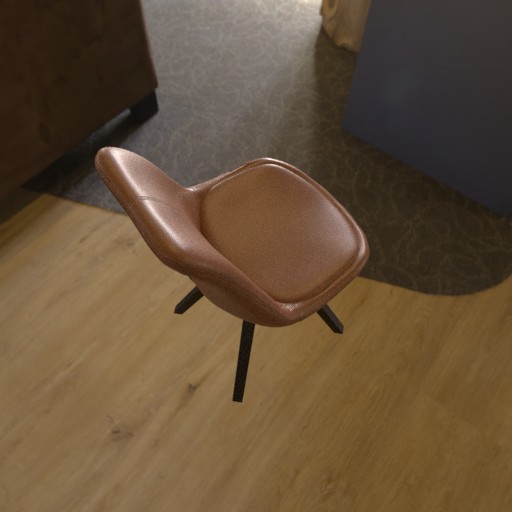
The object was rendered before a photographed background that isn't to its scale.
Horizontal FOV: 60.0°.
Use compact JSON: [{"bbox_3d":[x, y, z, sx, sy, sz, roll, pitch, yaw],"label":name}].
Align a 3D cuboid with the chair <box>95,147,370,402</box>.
[{"bbox_3d":[0.000,0.000,1.183,0.550,0.850,0.475,-31,64,-18],"label":"chair"}]
